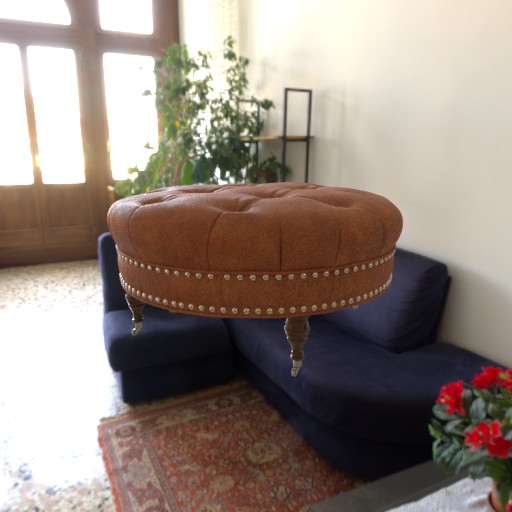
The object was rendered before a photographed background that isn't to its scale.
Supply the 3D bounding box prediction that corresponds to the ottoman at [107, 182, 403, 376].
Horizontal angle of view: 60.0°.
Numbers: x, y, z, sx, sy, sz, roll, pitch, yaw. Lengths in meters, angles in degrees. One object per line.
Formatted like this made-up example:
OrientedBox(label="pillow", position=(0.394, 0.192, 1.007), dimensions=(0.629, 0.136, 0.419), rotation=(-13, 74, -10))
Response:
OrientedBox(label="ottoman", position=(0.000, 0.000, 1.432), dimensions=(0.901, 0.444, 0.901), rotation=(0, 13, 0))
